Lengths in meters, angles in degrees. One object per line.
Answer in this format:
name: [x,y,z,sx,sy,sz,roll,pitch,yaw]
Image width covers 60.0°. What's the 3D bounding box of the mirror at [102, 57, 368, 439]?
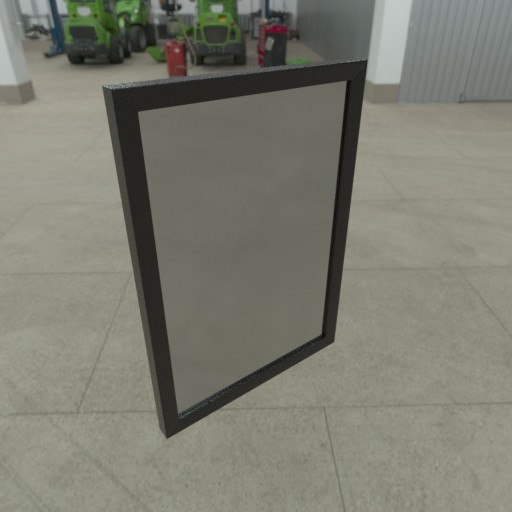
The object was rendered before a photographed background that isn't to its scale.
mirror: [0.000,0.000,0.909,0.507,0.710,0.040,-21,37,-31]
